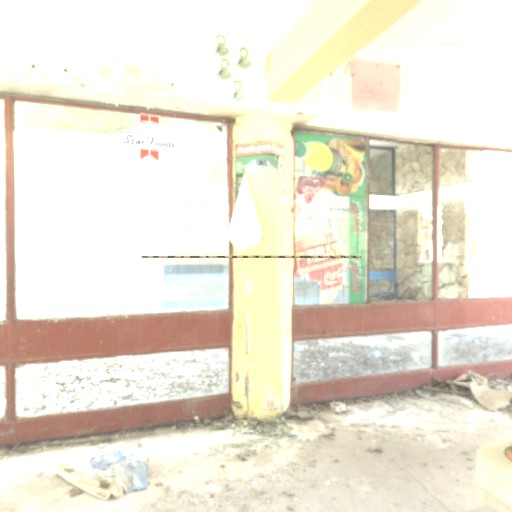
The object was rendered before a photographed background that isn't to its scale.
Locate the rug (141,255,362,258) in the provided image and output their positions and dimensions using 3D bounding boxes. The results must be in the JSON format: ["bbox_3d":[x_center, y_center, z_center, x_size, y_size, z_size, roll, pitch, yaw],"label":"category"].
[{"bbox_3d":[0.000,0.000,2.474,0.676,0.008,2.277,0,0,1],"label":"rug"}]
